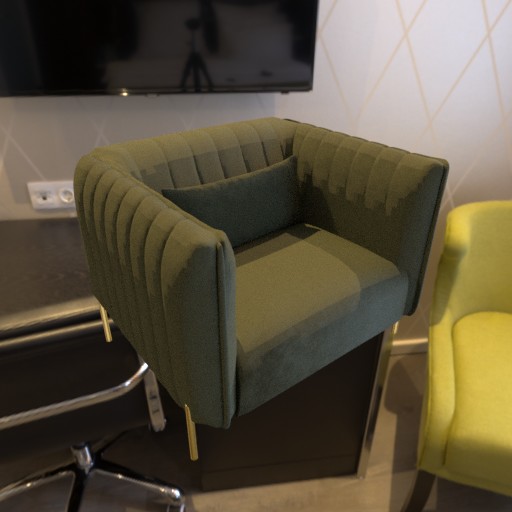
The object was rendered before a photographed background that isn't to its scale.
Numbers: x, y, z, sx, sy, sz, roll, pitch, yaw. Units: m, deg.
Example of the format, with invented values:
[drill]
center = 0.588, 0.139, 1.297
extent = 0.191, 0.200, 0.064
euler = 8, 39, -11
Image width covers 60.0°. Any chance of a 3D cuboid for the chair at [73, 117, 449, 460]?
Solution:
[chair]
center = 0.000, 0.000, 1.647
extent = 1.032, 0.794, 0.877
euler = -21, 36, -32
